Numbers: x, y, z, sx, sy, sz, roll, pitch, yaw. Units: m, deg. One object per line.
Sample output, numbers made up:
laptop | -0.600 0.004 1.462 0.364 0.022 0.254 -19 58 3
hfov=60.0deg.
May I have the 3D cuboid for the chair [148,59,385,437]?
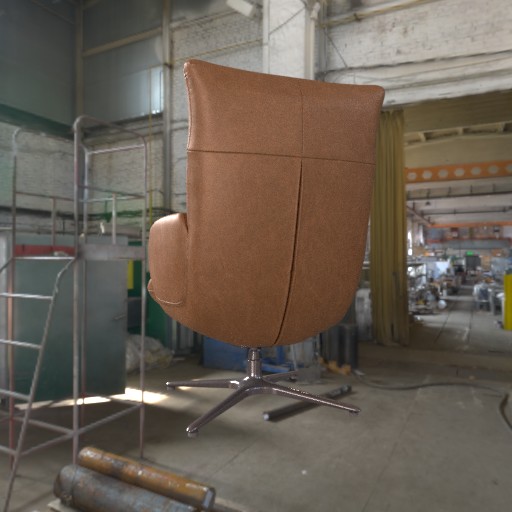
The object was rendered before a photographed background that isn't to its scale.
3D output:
chair | 0.000 0.000 1.553 0.711 1.027 0.794 0 -1 -18
